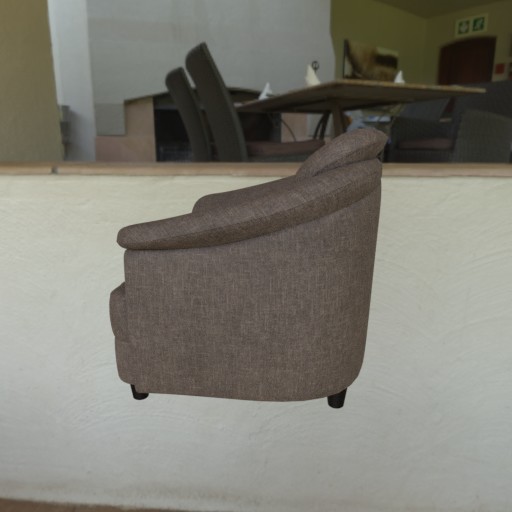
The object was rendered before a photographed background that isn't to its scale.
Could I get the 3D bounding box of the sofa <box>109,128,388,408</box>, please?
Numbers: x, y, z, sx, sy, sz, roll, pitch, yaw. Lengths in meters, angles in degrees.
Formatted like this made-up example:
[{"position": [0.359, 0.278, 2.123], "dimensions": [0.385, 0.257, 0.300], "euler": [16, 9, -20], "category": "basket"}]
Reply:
[{"position": [0.000, 0.000, 1.503], "dimensions": [0.794, 0.811, 0.870], "euler": [2, 14, 8], "category": "sofa"}]
